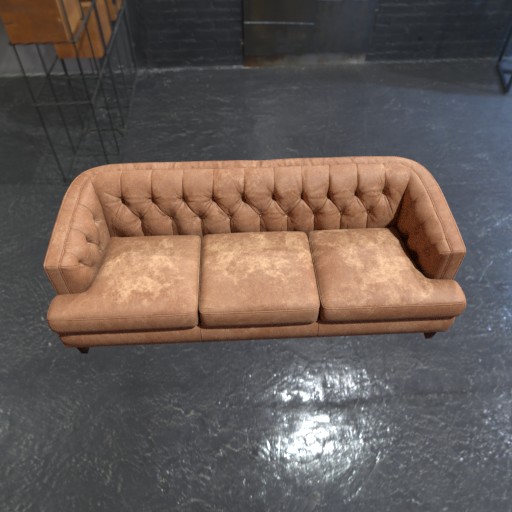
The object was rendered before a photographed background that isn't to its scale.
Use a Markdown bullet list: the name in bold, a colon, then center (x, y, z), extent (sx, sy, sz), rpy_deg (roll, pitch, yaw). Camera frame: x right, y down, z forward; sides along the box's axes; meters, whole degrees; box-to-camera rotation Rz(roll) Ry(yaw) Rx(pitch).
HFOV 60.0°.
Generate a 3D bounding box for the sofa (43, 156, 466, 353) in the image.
- **sofa**: center (0.000, 0.000, 2.675), extent (2.257, 0.791, 0.922), rpy_deg (-2, 47, -2)
